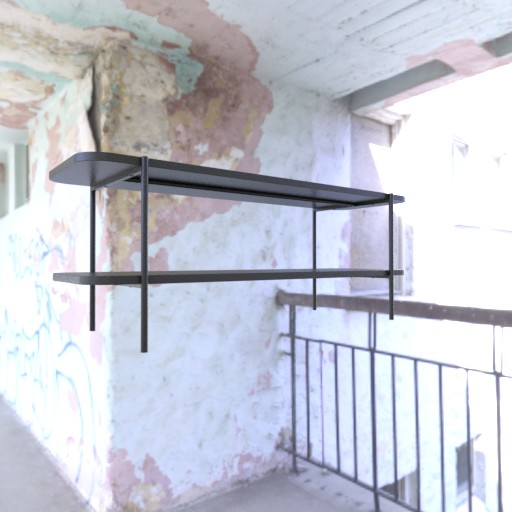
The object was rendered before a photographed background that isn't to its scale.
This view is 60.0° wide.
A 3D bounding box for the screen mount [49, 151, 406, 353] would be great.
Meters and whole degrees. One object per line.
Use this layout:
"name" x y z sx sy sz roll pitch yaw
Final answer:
"screen mount" 0.000 0.000 1.446 1.200 0.447 0.400 0 -1 -37
